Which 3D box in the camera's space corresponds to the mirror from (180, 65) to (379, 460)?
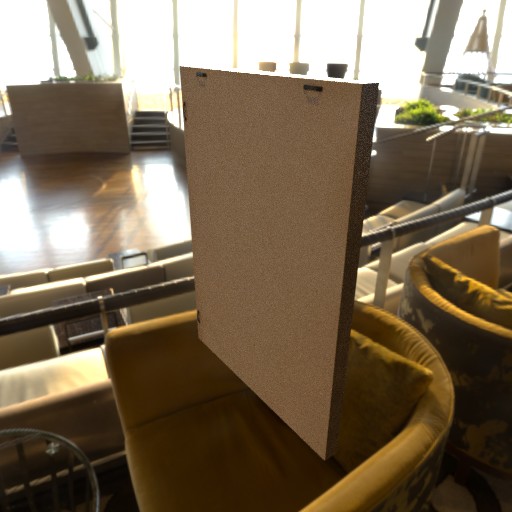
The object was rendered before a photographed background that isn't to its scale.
[{"bbox_3d":[0.000,0.000,0.926,0.040,0.710,0.507,-18,32,-32],"label":"mirror"}]
